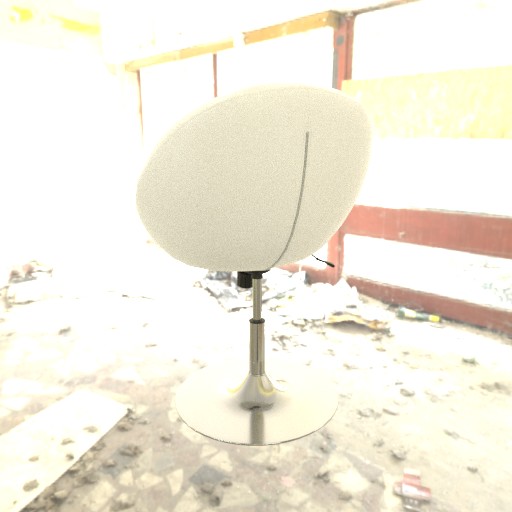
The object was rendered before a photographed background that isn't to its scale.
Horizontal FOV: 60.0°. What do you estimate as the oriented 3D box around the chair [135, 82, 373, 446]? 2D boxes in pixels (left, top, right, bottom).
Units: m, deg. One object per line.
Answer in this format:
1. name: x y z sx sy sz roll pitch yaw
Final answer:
1. chair: 0.000 0.000 1.812 0.940 1.261 0.736 -7 15 -26
